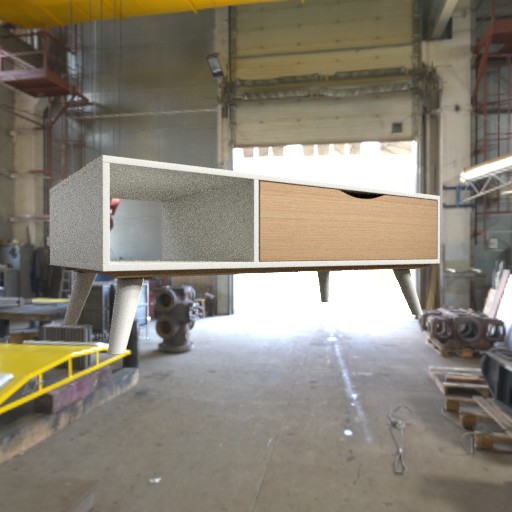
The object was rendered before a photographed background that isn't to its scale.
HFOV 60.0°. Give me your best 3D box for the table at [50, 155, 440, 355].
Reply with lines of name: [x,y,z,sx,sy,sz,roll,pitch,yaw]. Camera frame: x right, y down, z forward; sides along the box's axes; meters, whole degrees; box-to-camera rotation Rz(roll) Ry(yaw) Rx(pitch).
table: [0.000,0.000,1.515,1.194,0.432,0.609,0,1,-34]
